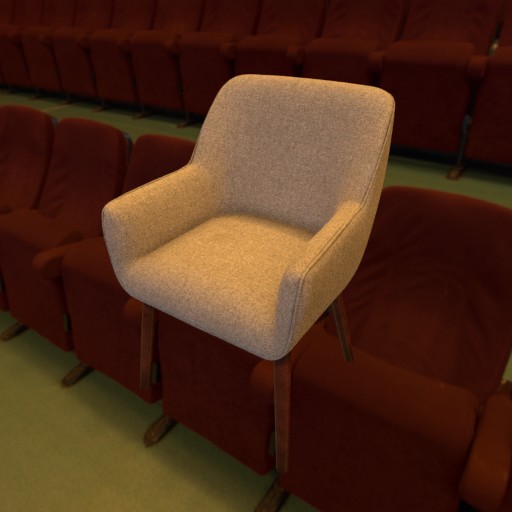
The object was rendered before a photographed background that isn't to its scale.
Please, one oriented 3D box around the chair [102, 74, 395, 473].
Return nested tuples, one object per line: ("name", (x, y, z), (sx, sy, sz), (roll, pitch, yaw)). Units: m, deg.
("chair", (0.000, 0.000, 1.146), (0.543, 0.803, 0.519), (19, 35, 29))
